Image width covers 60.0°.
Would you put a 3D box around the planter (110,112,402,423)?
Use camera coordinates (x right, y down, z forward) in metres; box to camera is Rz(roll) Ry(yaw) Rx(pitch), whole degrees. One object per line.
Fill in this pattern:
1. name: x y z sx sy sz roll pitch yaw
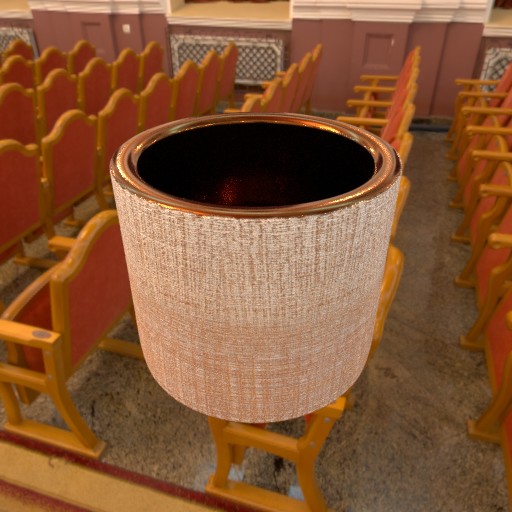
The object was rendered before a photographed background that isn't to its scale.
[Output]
1. planter: 0.000 0.000 0.315 0.177 0.157 0.177 0 33 0
